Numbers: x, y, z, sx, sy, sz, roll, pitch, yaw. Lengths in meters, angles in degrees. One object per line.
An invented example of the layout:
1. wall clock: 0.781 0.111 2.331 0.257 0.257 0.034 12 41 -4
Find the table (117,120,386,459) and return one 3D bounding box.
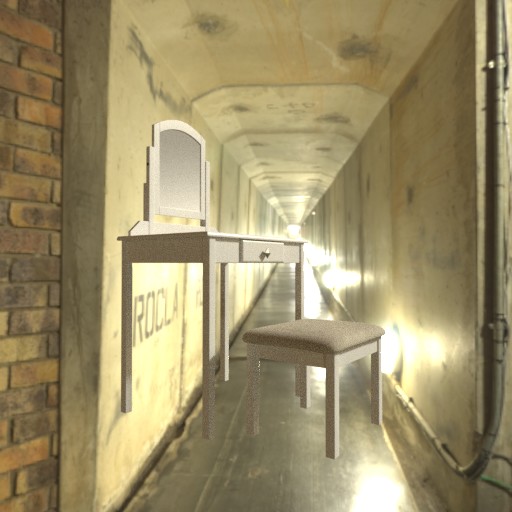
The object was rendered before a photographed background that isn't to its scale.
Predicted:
1. table: 0.000 0.000 2.318 1.211 1.631 0.876 -1 -1 37
